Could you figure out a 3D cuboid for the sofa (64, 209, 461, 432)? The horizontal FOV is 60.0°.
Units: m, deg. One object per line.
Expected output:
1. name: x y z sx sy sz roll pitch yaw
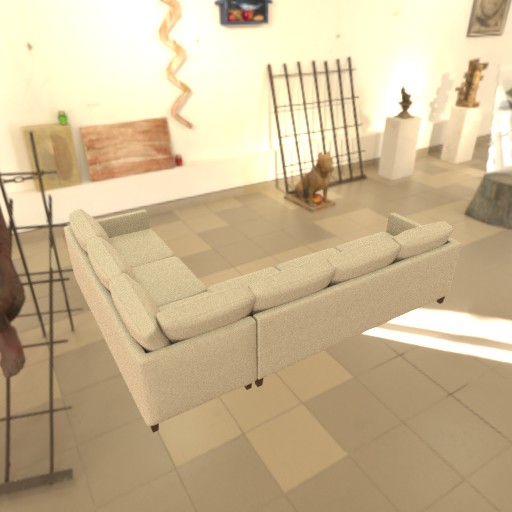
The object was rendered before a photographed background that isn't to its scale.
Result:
1. sofa: 0.000 0.000 4.663 3.333 0.934 2.522 -17 33 -27
